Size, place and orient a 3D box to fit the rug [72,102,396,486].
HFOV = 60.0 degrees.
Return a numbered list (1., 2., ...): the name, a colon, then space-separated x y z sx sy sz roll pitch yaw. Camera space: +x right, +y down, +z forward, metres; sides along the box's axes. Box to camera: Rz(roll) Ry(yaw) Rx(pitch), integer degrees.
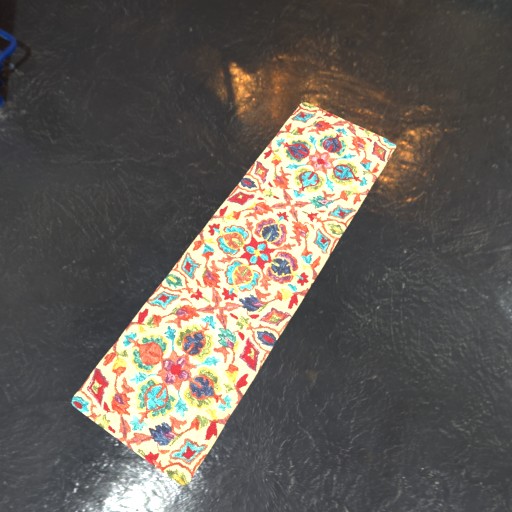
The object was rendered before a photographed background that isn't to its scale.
1. rug: 0.000 0.000 2.460 0.693 0.016 2.273 30 68 13
